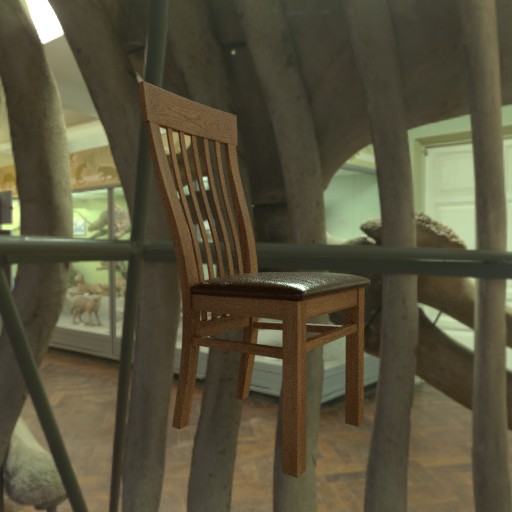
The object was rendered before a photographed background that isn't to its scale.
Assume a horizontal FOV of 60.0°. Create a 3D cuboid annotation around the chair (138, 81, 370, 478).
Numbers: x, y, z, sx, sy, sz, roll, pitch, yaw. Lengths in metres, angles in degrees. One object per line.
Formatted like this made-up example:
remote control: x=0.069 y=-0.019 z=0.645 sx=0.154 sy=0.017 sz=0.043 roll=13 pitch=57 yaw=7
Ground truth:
chair: x=0.000 y=0.000 z=1.374 sx=0.580 sy=1.050 sz=0.450 roll=1 pitch=2 yaw=36
